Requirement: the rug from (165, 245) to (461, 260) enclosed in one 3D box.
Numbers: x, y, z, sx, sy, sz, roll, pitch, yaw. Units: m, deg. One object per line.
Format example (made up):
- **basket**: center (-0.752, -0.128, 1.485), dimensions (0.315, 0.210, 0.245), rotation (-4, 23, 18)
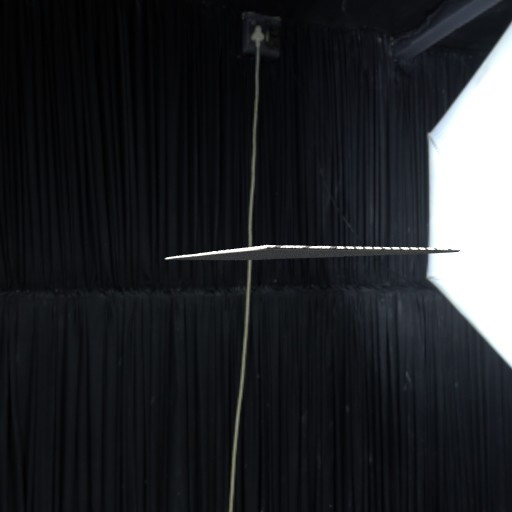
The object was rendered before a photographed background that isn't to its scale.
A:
- **rug**: center (0.000, 0.000, 2.657), dimensions (0.773, 0.020, 2.439), rotation (0, -1, -19)
